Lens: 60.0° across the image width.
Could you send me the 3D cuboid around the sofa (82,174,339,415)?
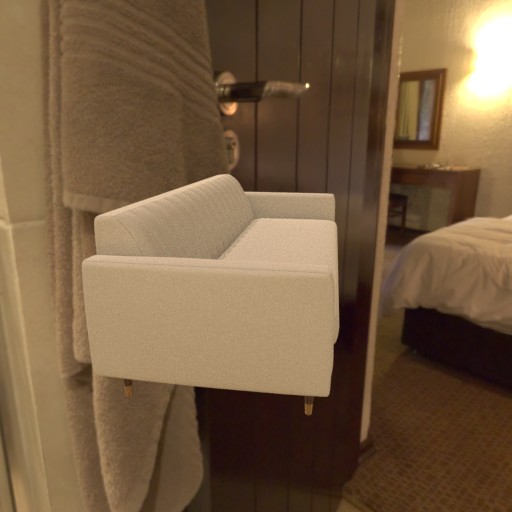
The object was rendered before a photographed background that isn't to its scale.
[{"bbox_3d":[0.000,0.000,2.722,0.990,0.821,2.291,3,15,9],"label":"sofa"}]
